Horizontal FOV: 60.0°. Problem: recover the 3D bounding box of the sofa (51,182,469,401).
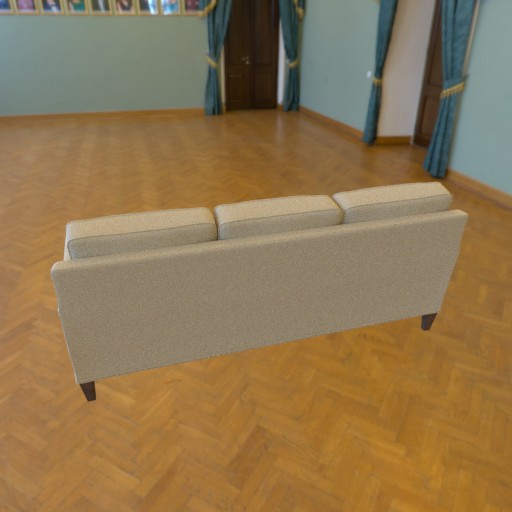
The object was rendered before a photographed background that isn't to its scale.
[{"bbox_3d":[0.000,0.000,2.779,2.246,1.003,1.084,-8,29,-15],"label":"sofa"}]
